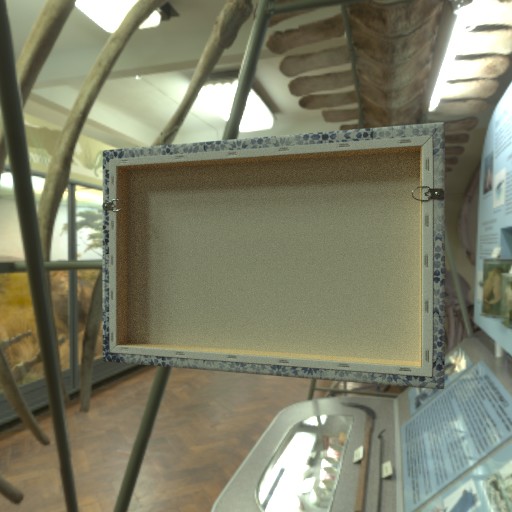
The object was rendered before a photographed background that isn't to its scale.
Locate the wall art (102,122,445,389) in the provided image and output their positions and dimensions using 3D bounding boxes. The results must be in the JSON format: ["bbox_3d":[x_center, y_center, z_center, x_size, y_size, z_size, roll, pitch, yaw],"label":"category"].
[{"bbox_3d":[0.000,0.000,1.162,0.911,0.608,0.057,0,0,17],"label":"wall art"}]
